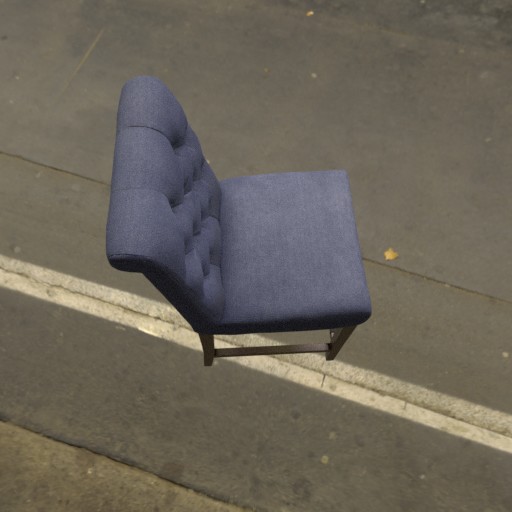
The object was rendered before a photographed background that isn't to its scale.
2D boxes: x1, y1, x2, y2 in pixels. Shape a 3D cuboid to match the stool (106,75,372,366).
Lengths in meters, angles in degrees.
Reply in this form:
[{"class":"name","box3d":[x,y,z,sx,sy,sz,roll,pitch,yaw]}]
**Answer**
[{"class":"stool","box3d":[0.000,0.000,1.351,0.601,1.010,0.493,-3,65,-1]}]
